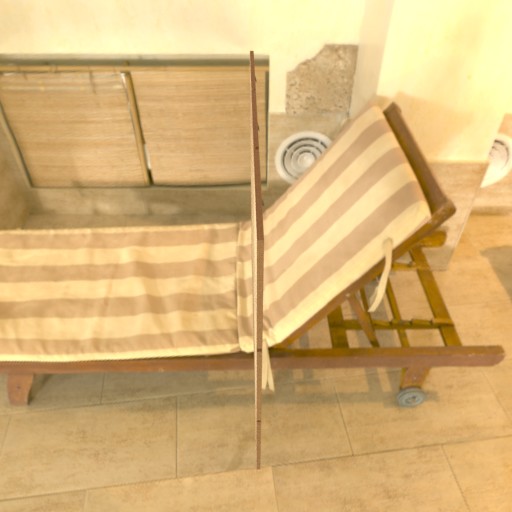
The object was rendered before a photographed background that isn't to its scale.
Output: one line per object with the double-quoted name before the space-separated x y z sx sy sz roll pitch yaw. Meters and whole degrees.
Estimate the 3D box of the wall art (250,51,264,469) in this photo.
"wall art" 0.000 0.000 1.366 0.018 0.913 0.915 -1 43 -1
